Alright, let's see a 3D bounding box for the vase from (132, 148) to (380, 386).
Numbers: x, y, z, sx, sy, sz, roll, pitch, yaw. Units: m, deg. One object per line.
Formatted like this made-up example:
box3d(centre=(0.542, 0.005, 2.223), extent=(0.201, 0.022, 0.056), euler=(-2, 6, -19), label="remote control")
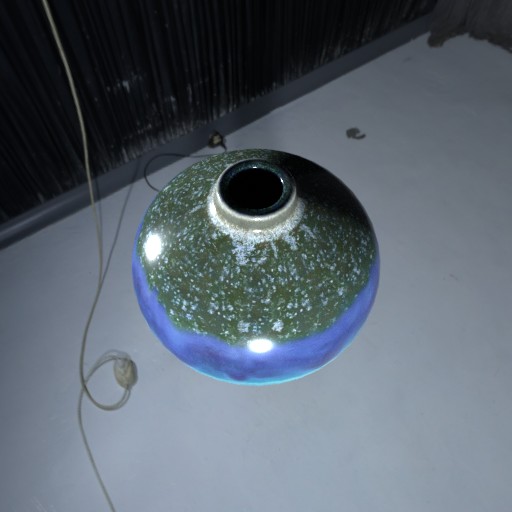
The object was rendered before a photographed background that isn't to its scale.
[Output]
box3d(centre=(0.000, 0.000, 0.277), extent=(0.154, 0.133, 0.154), euler=(0, 59, 0), label="vase")
